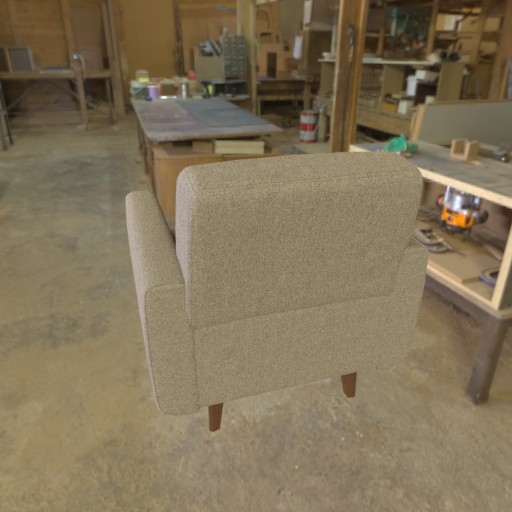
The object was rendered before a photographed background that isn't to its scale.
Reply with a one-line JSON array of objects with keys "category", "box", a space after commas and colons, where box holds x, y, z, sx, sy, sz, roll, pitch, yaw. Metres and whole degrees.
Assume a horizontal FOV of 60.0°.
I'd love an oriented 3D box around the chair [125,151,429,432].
[{"category": "chair", "box": [0.000, 0.000, 1.548, 0.831, 0.839, 0.907, -8, 27, -16]}]
